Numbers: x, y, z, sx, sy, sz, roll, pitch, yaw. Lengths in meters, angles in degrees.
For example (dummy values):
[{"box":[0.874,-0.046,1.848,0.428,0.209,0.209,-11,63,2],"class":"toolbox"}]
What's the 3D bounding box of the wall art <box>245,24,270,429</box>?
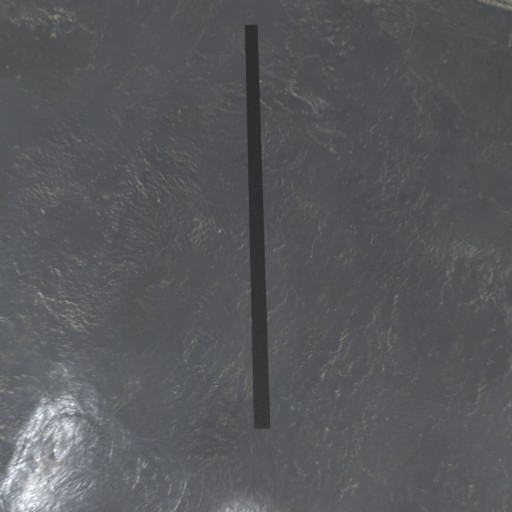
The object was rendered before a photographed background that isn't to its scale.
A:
[{"box":[0.000,0.000,0.545,0.012,0.357,0.358,-1,75,0],"class":"wall art"}]
